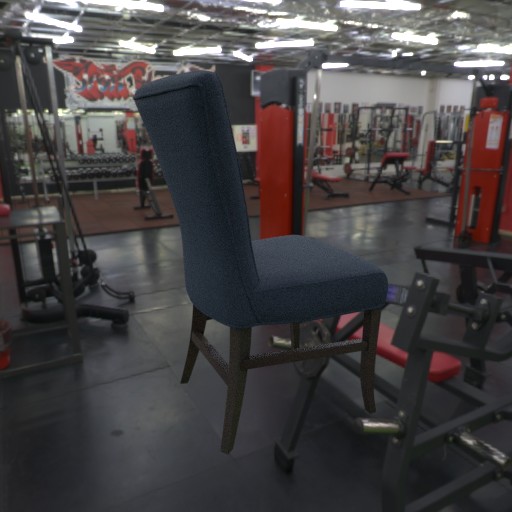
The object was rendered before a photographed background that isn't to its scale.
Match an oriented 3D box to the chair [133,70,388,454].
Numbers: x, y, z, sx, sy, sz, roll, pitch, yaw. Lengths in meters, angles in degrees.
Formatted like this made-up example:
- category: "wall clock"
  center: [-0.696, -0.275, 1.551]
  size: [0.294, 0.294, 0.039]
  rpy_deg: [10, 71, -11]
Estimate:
- category: "chair"
  center: [0.000, 0.000, 1.361]
  size: [0.660, 0.991, 0.520]
  rpy_deg: [-8, 18, -25]
